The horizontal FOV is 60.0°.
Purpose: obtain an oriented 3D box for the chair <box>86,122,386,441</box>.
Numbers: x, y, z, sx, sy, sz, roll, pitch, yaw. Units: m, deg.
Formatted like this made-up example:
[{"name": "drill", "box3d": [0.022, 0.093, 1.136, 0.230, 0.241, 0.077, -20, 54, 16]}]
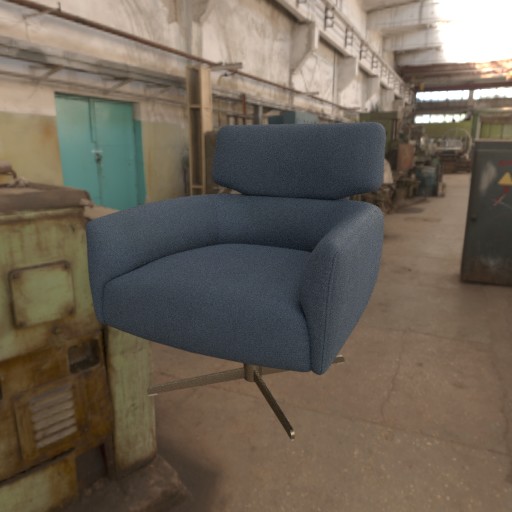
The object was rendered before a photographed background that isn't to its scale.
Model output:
[{"name": "chair", "box3d": [0.000, 0.000, 1.375, 0.738, 0.813, 0.761, 7, 16, 26]}]
